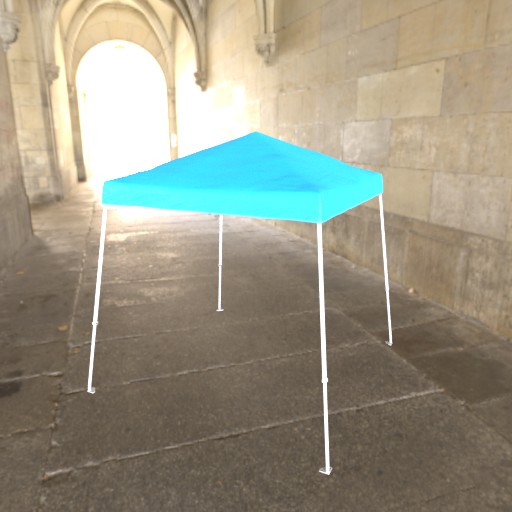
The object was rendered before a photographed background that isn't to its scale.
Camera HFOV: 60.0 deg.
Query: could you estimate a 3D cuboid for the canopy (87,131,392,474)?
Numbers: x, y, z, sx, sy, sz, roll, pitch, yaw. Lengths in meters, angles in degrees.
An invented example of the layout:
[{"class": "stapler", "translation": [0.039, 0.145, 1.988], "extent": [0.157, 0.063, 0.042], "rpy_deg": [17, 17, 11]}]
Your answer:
[{"class": "canopy", "translation": [0.000, 0.000, 5.268], "extent": [2.849, 2.849, 2.848], "rpy_deg": [7, 16, 26]}]
